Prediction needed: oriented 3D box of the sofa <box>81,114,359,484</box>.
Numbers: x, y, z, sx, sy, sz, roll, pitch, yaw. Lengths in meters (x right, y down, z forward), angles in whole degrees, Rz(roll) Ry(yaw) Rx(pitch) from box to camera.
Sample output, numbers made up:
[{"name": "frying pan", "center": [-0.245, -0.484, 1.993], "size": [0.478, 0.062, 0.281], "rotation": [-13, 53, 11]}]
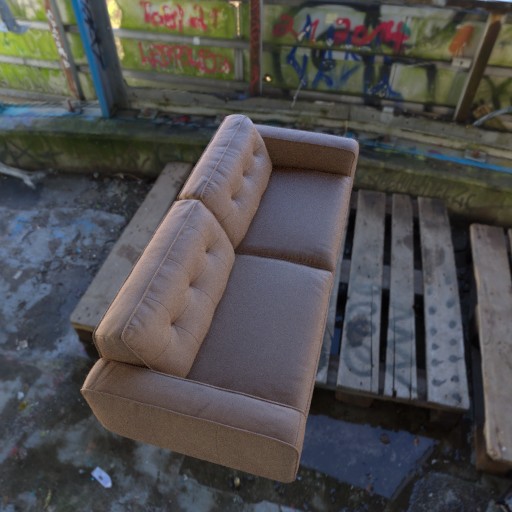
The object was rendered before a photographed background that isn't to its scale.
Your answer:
[{"name": "sofa", "center": [0.000, 0.000, 2.632], "size": [0.953, 0.780, 2.270], "rotation": [11, 48, 10]}]
